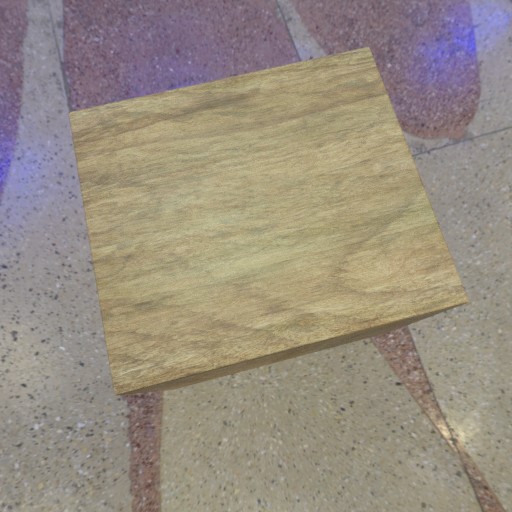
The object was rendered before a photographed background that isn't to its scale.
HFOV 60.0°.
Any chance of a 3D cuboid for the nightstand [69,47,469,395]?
[{"bbox_3d":[0.000,0.000,0.869,0.457,0.559,0.406,-14,75,-4],"label":"nightstand"}]
